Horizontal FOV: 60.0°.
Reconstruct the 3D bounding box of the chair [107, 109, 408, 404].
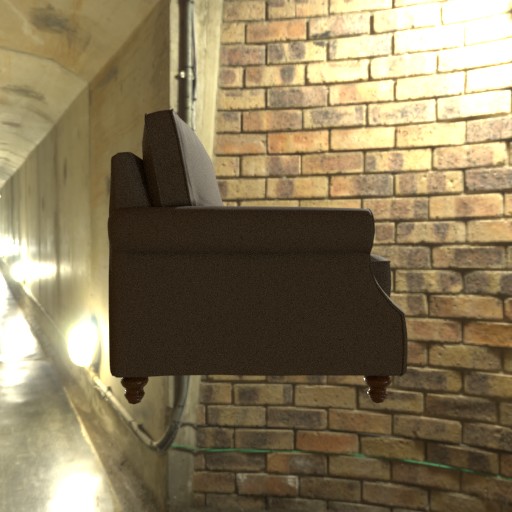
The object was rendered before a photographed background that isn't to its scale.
[{"bbox_3d":[0.000,0.000,1.821,0.966,0.967,1.029,0,0,-1],"label":"chair"}]
